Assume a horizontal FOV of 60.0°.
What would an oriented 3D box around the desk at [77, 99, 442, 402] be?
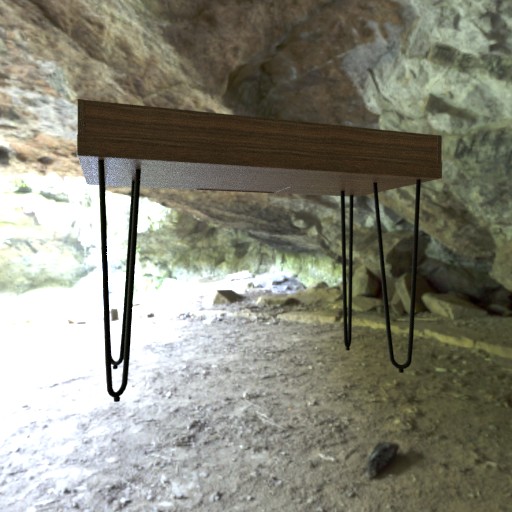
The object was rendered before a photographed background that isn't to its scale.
[{"bbox_3d":[0.000,0.000,1.649,1.200,0.854,0.565,0,1,-18],"label":"desk"}]
